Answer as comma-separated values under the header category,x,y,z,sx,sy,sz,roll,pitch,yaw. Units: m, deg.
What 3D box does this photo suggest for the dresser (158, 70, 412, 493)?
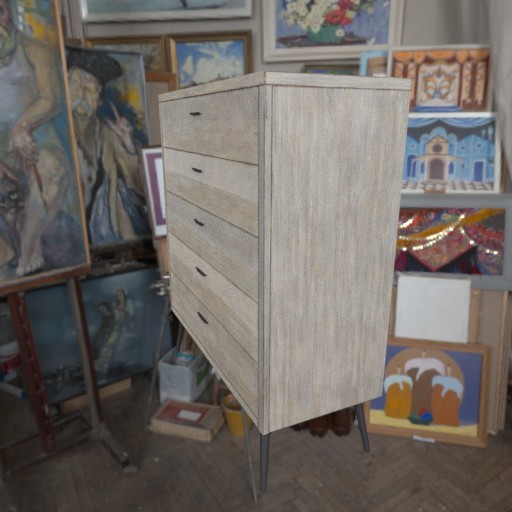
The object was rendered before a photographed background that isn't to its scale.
category,x,y,z,sx,sy,sz,roll,pitch,yaw
dresser,0.000,0.000,1.718,0.457,1.219,1.016,-8,18,-24
